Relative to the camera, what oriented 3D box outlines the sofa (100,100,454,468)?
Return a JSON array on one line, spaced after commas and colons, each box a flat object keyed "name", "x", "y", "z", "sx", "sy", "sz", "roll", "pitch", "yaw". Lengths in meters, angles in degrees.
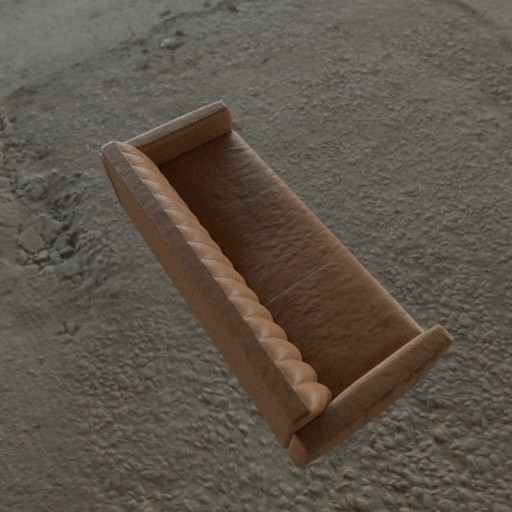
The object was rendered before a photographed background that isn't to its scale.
[{"name": "sofa", "x": 0.000, "y": 0.000, "z": 2.776, "sx": 0.990, "sy": 0.821, "sz": 2.291, "roll": -30, "pitch": 63, "yaw": -17}]
